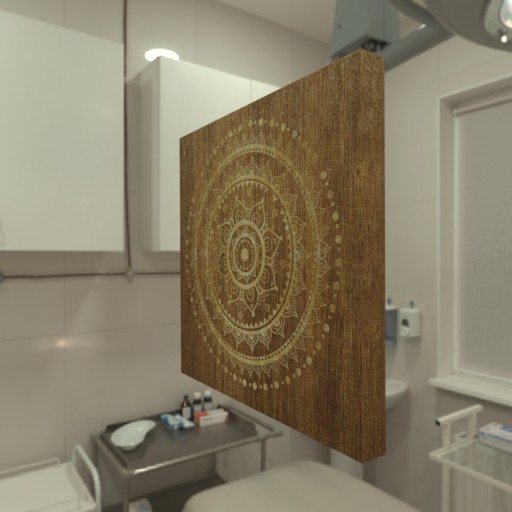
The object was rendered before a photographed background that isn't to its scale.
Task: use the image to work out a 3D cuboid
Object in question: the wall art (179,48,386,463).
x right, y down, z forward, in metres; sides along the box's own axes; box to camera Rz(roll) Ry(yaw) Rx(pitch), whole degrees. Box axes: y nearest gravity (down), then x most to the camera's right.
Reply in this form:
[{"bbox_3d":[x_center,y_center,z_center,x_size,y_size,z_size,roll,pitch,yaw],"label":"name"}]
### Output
[{"bbox_3d":[0.000,0.000,0.605,0.039,0.403,0.406,0,0,-35],"label":"wall art"}]
